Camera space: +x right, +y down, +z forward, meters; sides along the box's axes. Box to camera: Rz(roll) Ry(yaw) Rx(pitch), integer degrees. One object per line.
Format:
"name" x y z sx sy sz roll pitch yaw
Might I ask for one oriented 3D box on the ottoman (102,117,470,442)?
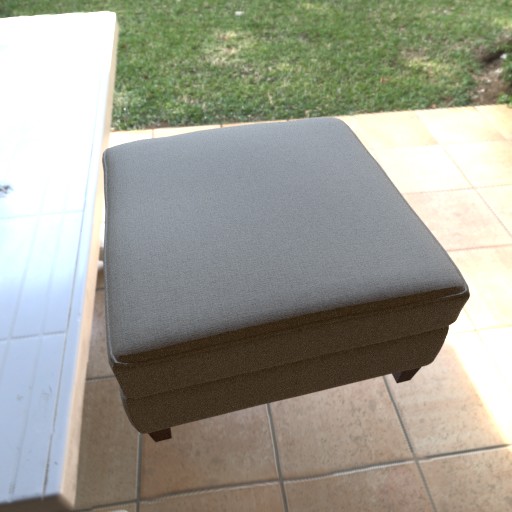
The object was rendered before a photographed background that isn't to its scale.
"ottoman" 0.000 0.000 1.348 0.838 0.503 0.838 -10 47 -10
